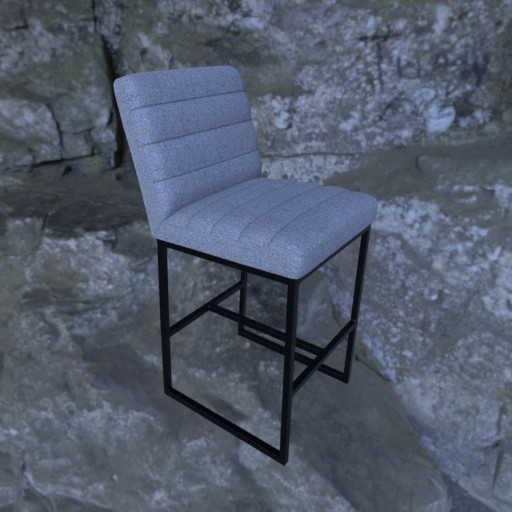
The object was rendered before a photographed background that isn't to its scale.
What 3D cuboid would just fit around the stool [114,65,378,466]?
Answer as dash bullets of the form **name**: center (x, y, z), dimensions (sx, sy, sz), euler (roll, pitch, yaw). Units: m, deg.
- **stool**: center (0.000, 0.000, 1.346), dimensions (0.571, 1.034, 0.459), euler (18, 32, 32)
